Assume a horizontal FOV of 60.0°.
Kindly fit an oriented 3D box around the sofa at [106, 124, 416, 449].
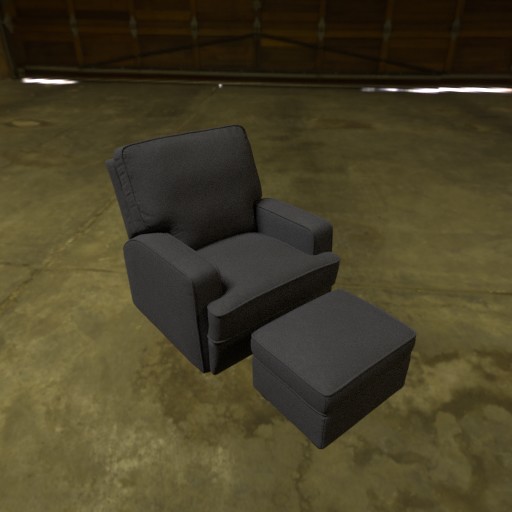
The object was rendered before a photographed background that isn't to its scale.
[{"bbox_3d":[0.000,0.000,2.091,0.861,0.959,1.472,-22,36,-33],"label":"sofa"}]
